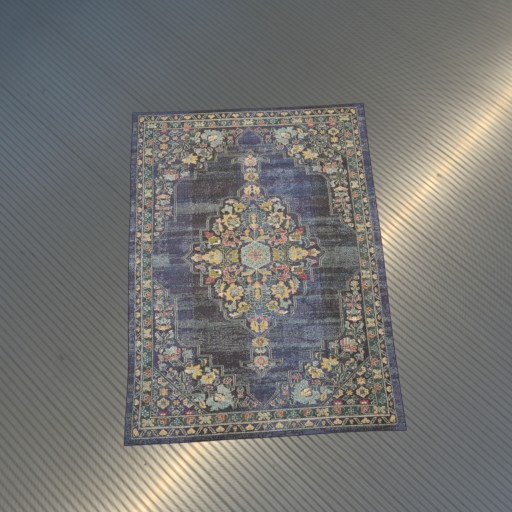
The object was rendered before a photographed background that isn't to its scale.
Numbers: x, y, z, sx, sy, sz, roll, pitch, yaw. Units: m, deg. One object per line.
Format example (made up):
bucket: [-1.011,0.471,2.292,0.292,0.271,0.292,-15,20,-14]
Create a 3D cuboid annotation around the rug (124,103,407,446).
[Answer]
rug: [0.000,0.000,4.700,2.716,0.035,3.612,-3,75,-1]
